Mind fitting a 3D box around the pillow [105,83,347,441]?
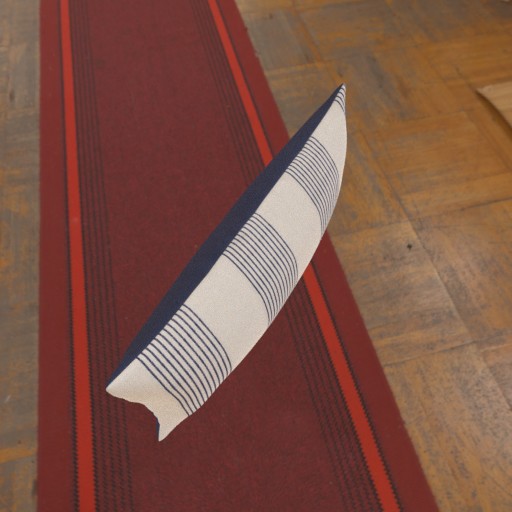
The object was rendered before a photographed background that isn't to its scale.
[{"bbox_3d":[0.000,0.000,0.731,0.151,0.287,0.610,27,61,16],"label":"pillow"}]
